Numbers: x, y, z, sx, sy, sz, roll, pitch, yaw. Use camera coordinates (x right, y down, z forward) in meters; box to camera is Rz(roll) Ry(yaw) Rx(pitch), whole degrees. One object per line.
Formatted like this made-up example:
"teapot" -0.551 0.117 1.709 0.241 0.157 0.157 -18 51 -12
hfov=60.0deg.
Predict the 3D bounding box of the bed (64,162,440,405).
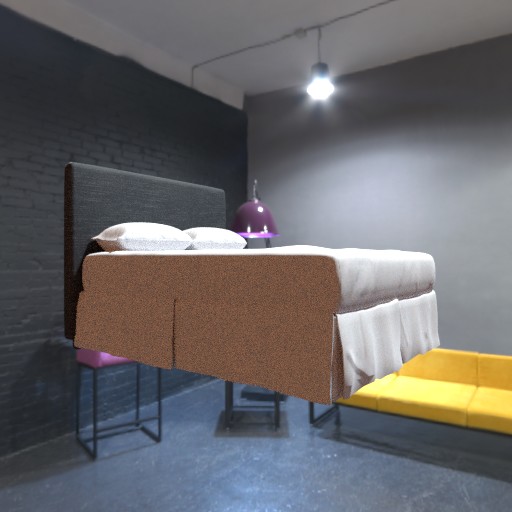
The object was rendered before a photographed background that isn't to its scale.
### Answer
"bed" 0.000 0.000 3.165 2.142 1.330 1.723 0 0 37
